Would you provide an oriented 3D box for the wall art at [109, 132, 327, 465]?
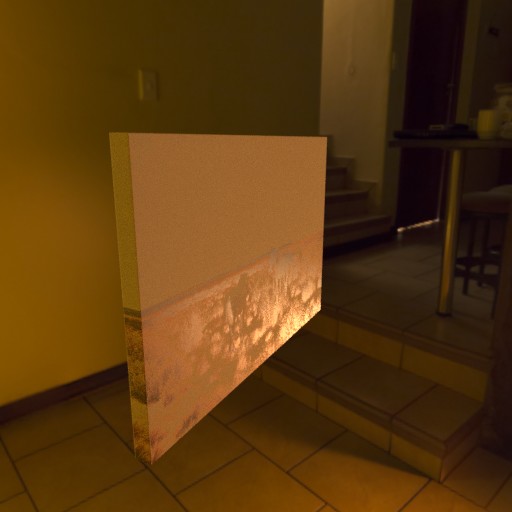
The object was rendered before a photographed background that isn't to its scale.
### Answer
[{"bbox_3d":[0.000,0.000,1.452,0.051,0.761,1.138,8,16,27],"label":"wall art"}]
